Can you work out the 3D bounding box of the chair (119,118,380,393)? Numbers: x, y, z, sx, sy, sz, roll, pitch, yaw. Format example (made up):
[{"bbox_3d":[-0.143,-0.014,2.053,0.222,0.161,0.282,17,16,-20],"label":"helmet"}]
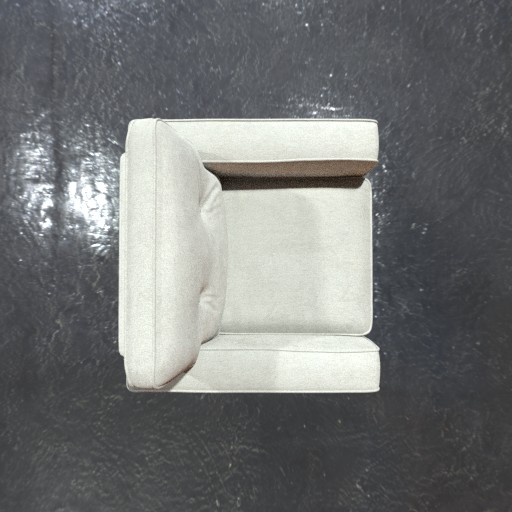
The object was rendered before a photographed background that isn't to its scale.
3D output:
[{"bbox_3d":[0.000,0.000,1.774,0.939,0.965,1.015,0,89,0],"label":"chair"}]
